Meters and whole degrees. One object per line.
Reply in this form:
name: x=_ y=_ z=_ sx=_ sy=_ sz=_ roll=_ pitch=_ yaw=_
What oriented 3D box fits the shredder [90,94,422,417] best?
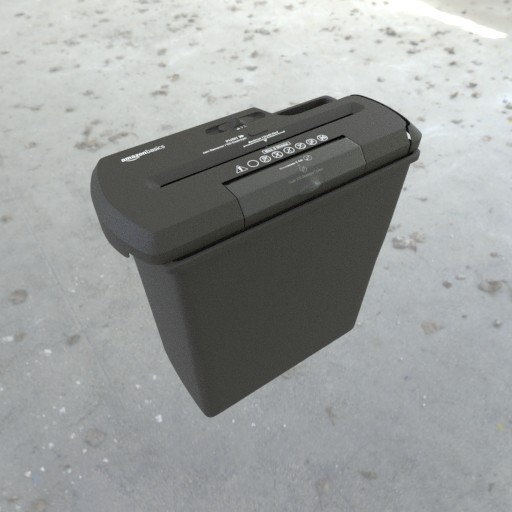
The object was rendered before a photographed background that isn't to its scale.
shredder: x=0.000 y=0.000 z=0.533 sx=0.320 sy=0.335 sz=0.170 roll=-26 pitch=52 yaw=-23
